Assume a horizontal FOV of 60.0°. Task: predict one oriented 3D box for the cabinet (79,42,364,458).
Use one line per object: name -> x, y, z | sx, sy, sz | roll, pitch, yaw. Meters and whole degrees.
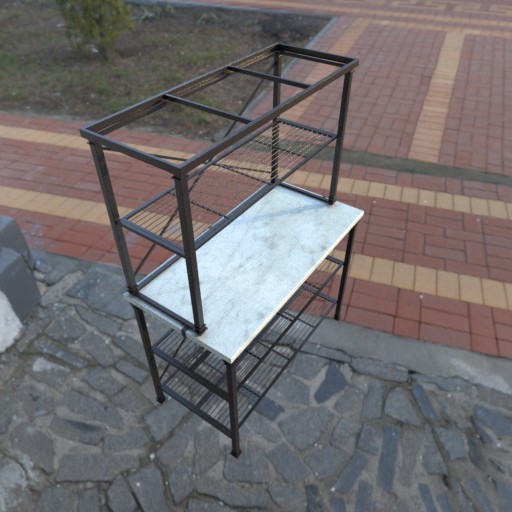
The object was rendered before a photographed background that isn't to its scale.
cabinet -> 0.000, 0.000, 2.241 | 0.610, 1.659, 1.210 | 25, 47, 26
